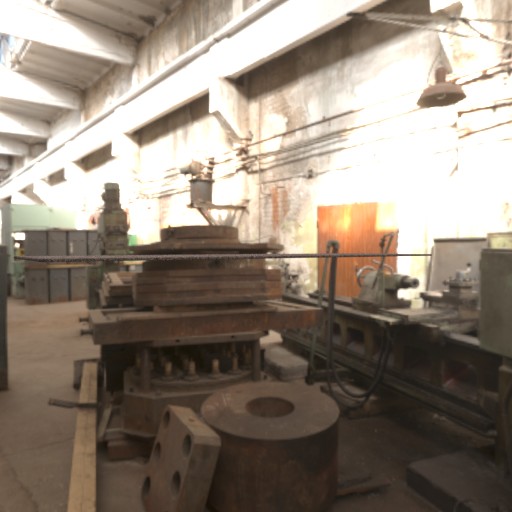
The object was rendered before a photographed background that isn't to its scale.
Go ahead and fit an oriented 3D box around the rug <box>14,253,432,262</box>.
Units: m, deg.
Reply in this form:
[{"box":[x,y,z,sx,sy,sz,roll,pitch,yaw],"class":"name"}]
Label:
[{"box":[0.000,0.000,2.459,2.296,0.011,0.691,-1,1,-36],"class":"rug"}]
